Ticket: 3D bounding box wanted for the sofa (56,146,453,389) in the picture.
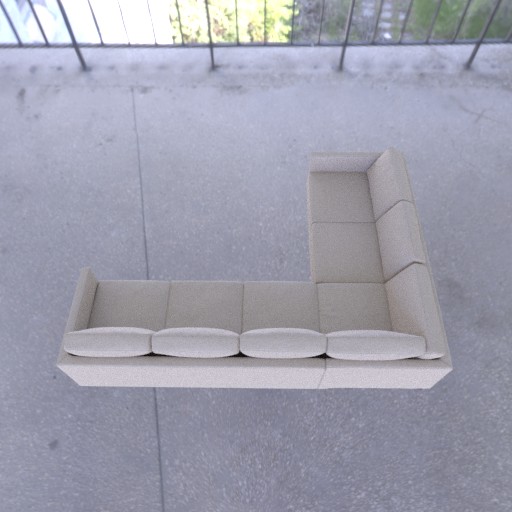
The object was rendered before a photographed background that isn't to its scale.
[{"bbox_3d":[0.000,0.000,4.372,3.182,0.863,2.432,1,57,0],"label":"sofa"}]
